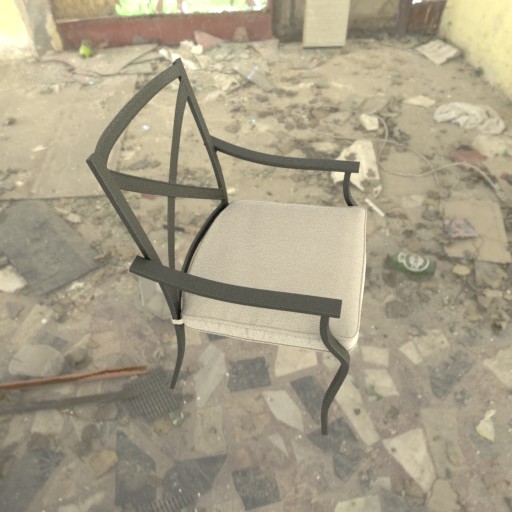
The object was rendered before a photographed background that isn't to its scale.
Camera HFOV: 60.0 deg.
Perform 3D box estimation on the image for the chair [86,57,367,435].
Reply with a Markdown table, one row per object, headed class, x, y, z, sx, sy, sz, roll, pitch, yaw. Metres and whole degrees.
| class | x | y | z | sx | sy | sz | roll | pitch | yaw |
| --- | --- | --- | --- | --- | --- | --- | --- | --- | --- |
| chair | 0.000 | 0.000 | 1.278 | 0.620 | 0.889 | 0.575 | 10 | 47 | 9 |
